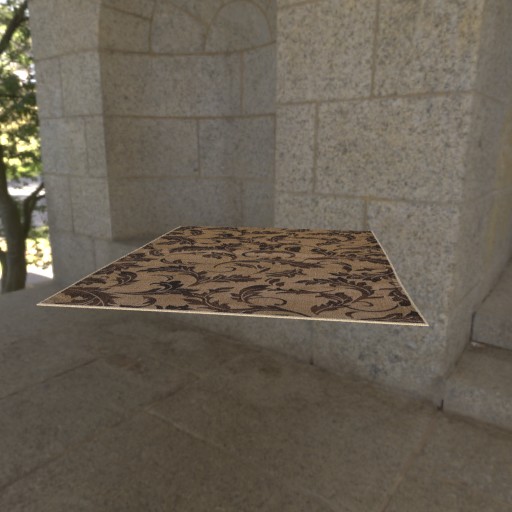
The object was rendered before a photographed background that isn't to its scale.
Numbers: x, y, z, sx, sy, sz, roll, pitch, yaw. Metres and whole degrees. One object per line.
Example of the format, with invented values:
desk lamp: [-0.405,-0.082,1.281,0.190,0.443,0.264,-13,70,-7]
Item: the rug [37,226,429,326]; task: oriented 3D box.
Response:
rug: [0.000,0.000,4.047,2.380,0.008,2.977,2,14,8]
